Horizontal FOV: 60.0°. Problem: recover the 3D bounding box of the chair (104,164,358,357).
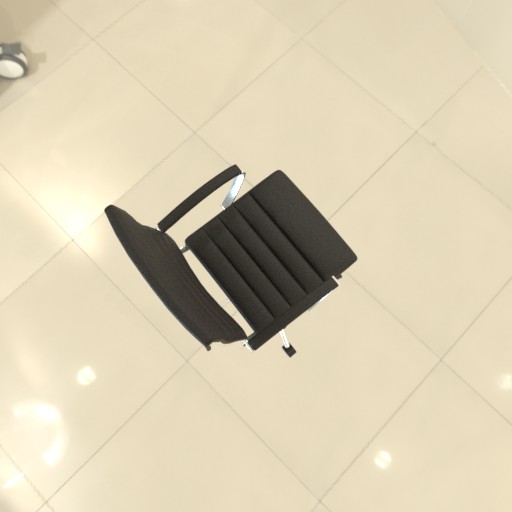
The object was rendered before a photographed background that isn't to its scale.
[{"bbox_3d":[0.000,0.000,1.675,0.739,1.149,0.766,-37,78,-9],"label":"chair"}]
